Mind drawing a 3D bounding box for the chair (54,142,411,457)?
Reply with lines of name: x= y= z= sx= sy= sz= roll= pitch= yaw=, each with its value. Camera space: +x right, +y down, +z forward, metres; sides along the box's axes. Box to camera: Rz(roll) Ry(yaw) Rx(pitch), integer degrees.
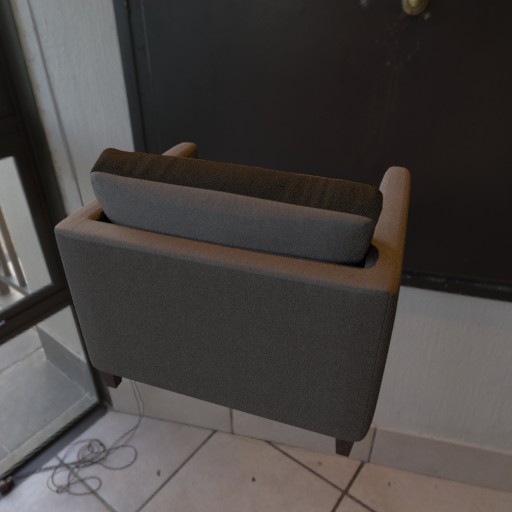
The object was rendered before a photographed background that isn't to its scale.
chair: x=0.000 y=0.000 z=1.795 sx=1.107 sy=0.963 sz=0.959 roll=10 pitch=34 yaw=16
